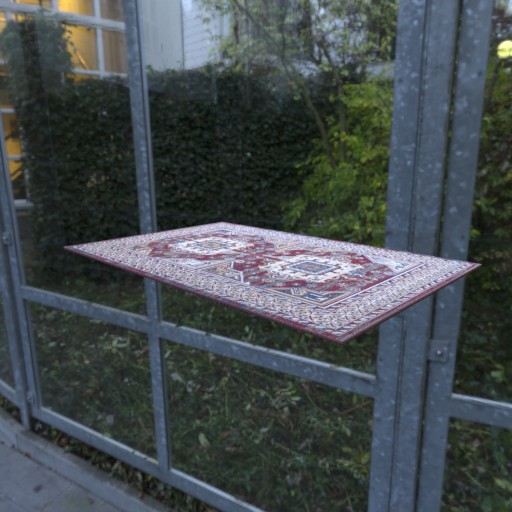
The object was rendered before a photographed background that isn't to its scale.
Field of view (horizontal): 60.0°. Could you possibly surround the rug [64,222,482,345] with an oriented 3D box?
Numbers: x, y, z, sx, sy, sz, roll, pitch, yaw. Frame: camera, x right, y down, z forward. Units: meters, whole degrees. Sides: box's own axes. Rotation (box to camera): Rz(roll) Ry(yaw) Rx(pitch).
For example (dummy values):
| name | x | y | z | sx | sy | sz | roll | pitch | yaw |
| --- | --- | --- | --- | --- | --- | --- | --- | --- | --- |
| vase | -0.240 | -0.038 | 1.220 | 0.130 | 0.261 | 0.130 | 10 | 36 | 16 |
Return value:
| name | x | y | z | sx | sy | sz | roll | pitch | yaw |
| --- | --- | --- | --- | --- | --- | --- | --- | --- | --- |
| rug | 0.000 | 0.000 | 5.768 | 4.578 | 0.033 | 3.033 | 13 | 18 | 42 |
